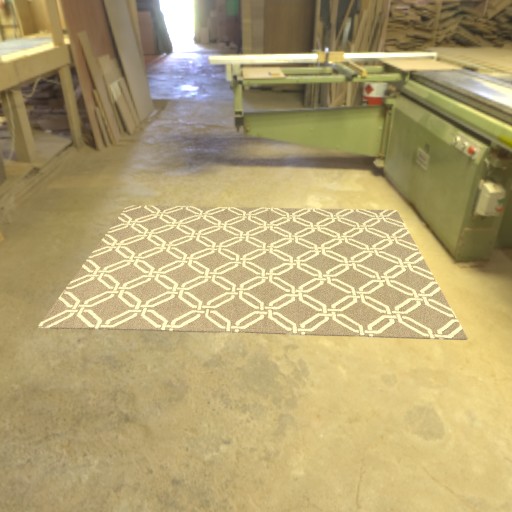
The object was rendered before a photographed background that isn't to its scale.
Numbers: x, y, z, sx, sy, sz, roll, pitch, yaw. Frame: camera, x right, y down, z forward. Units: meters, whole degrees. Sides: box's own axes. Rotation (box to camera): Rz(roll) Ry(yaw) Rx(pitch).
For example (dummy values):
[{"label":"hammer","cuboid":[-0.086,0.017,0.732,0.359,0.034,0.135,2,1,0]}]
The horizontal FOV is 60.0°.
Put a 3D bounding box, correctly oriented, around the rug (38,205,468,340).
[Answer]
[{"label":"rug","cuboid":[0.000,0.000,4.548,3.419,0.020,2.441,1,30,2]}]
